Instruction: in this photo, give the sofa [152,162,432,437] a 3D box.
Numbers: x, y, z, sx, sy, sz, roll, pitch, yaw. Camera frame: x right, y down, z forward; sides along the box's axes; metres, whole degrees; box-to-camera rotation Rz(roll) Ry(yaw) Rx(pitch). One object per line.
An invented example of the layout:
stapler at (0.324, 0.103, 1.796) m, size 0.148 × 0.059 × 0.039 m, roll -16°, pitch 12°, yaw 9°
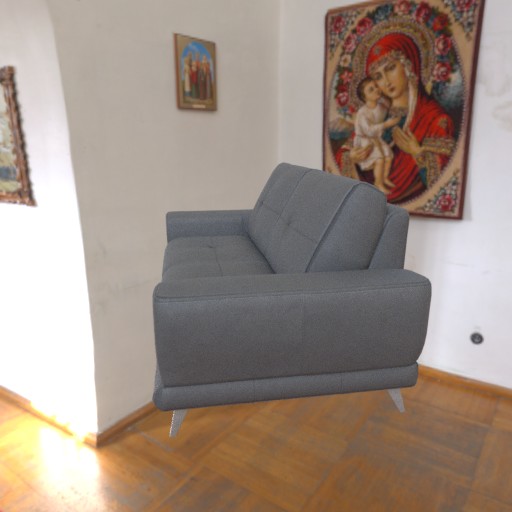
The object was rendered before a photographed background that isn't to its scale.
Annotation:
sofa at (0.000, 0.000, 2.362) m, size 1.018 × 0.907 × 1.806 m, roll -3°, pitch 15°, yaw -9°
